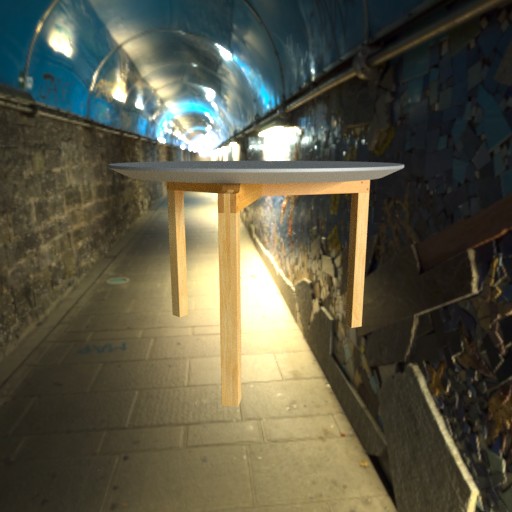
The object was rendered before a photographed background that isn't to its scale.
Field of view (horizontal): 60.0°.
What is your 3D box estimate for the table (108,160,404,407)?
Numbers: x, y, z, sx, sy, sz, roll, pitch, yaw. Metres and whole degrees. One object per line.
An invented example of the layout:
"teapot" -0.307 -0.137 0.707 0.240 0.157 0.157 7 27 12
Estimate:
"table" 0.000 0.000 0.990 0.600 0.405 0.600 0 13 0
